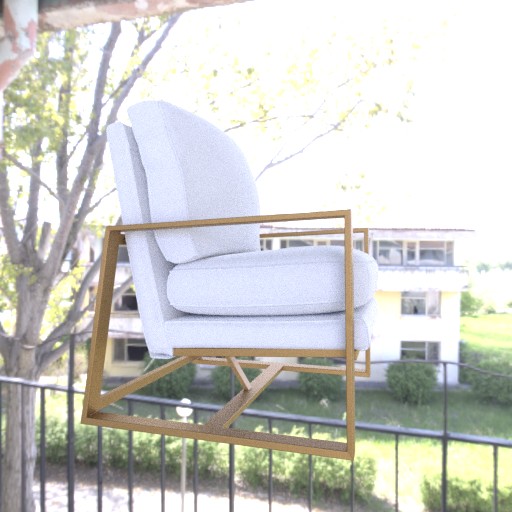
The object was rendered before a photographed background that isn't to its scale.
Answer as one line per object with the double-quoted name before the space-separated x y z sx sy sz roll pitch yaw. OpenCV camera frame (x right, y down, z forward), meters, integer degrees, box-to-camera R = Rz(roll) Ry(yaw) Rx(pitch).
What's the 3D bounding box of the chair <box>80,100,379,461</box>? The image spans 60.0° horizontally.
"chair" 0.000 0.000 1.538 0.813 0.966 0.805 0 0 17
